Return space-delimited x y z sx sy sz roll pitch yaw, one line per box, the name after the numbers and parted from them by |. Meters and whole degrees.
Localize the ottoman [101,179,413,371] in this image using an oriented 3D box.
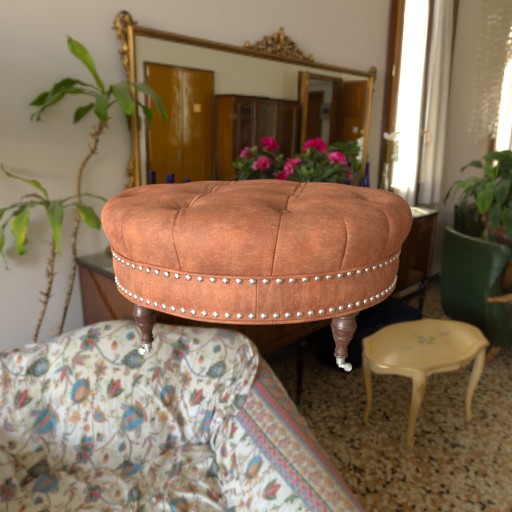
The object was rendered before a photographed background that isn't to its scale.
0.000 0.000 1.386 0.901 0.444 0.901 0 14 0 | ottoman
